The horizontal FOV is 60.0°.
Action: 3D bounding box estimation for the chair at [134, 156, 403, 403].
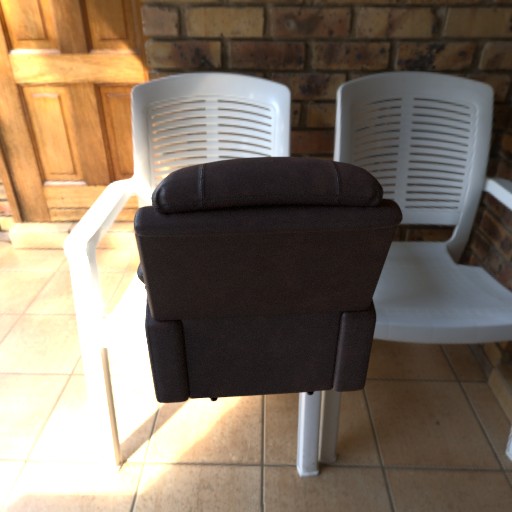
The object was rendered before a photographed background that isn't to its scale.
[{"bbox_3d":[0.000,0.000,1.691,0.855,0.992,0.919,-2,30,-4],"label":"chair"}]
